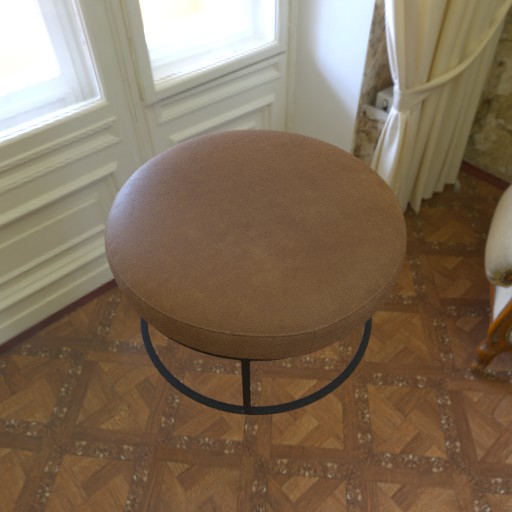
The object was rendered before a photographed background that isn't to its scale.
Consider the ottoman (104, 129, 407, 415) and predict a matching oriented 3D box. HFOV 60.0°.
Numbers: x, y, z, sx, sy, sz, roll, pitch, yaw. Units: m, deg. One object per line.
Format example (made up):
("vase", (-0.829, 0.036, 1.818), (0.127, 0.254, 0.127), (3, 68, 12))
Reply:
("ottoman", (0.000, 0.000, 1.268), (0.771, 0.460, 0.771), (0, 47, 0))
